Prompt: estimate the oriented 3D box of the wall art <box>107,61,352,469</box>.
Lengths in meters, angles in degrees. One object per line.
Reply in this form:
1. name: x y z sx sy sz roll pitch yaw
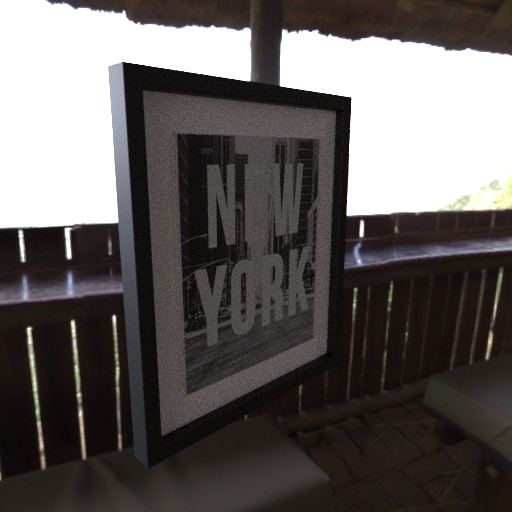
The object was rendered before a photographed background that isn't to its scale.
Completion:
1. wall art: 0.000 0.000 0.522 0.328 0.381 0.028 -12 18 -43
